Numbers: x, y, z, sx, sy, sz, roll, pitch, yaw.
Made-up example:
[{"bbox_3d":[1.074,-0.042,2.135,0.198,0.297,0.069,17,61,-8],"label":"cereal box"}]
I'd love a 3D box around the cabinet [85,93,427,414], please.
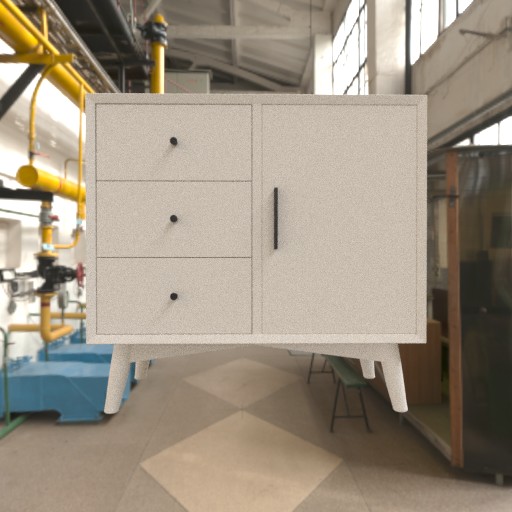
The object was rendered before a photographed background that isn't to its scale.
[{"bbox_3d":[0.000,0.000,1.227,0.800,0.761,0.398,0,1,-1],"label":"cabinet"}]
